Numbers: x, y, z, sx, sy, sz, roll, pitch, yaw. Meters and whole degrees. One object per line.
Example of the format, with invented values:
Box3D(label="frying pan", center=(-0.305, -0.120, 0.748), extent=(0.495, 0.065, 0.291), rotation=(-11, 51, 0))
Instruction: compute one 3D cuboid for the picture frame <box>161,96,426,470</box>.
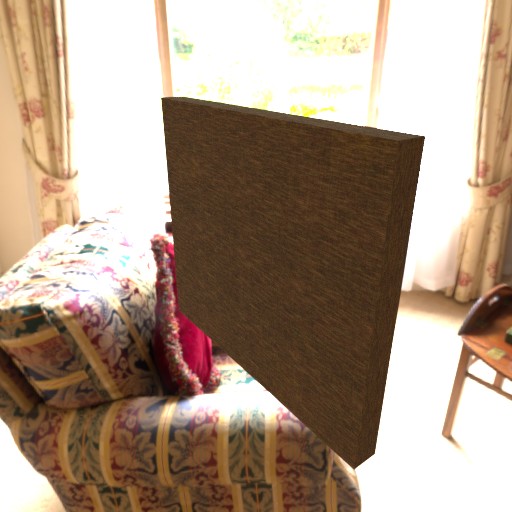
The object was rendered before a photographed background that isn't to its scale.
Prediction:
Box3D(label="picture frame", center=(0.000, 0.000, 0.528), extent=(0.033, 0.330, 0.378), rotation=(-18, 30, -33))
